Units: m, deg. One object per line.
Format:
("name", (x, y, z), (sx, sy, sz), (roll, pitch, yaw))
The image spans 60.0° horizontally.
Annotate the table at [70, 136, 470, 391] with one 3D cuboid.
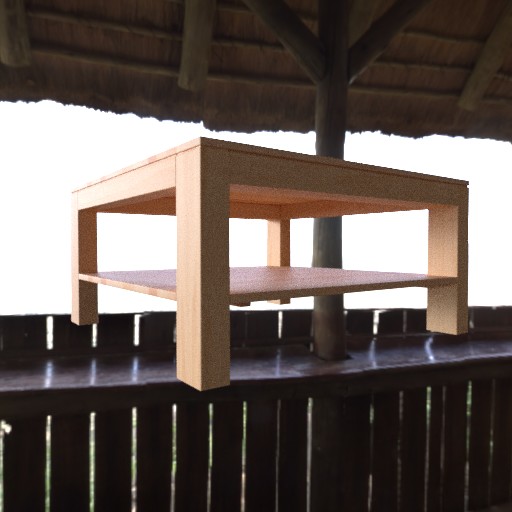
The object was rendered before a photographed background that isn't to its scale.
("table", (0.000, 0.000, 1.407), (0.900, 0.450, 0.900), (-1, 2, -36))
